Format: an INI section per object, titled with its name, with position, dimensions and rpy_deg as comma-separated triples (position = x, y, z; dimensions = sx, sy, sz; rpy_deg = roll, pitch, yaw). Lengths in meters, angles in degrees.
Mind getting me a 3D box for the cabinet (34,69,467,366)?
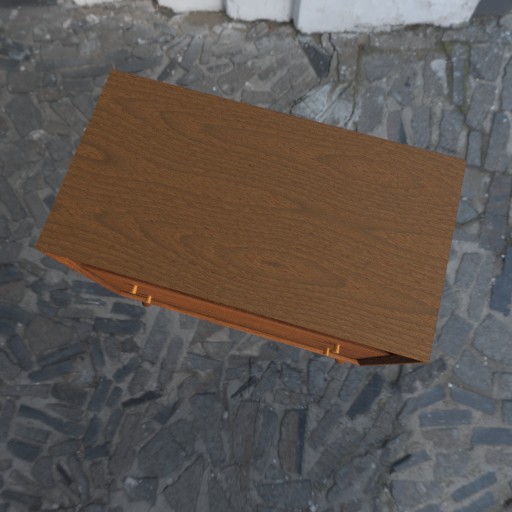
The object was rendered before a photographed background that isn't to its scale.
[cabinet]
position = 0.000, 0.000, 1.166
dimensions = 0.712, 0.748, 0.388
rpy_deg = 16, 76, 4
